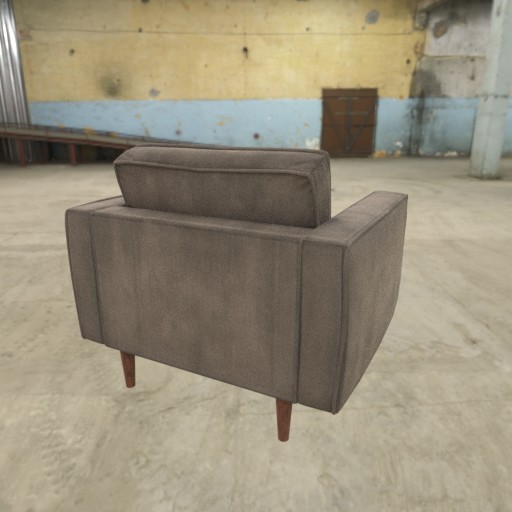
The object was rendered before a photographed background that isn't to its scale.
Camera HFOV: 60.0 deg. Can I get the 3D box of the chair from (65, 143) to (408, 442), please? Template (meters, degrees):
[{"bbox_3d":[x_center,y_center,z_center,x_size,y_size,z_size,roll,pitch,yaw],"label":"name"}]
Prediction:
[{"bbox_3d":[0.000,0.000,1.549,0.928,0.773,0.843,9,19,26],"label":"chair"}]
